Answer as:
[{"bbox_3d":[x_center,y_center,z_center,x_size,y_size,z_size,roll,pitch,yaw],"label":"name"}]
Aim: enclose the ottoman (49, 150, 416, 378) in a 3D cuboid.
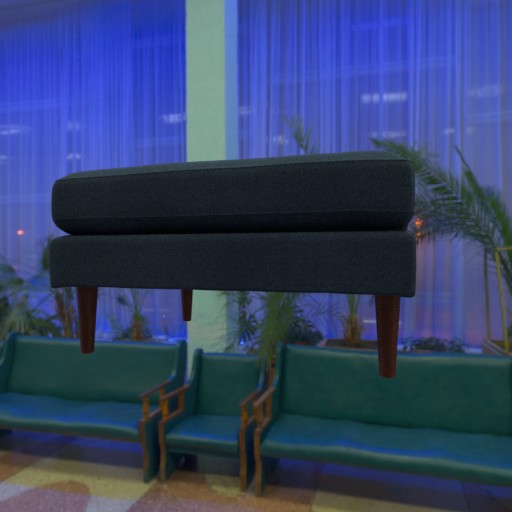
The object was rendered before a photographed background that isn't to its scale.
[{"bbox_3d":[0.000,0.000,1.243,0.821,0.474,0.693,0,0,18],"label":"ottoman"}]
